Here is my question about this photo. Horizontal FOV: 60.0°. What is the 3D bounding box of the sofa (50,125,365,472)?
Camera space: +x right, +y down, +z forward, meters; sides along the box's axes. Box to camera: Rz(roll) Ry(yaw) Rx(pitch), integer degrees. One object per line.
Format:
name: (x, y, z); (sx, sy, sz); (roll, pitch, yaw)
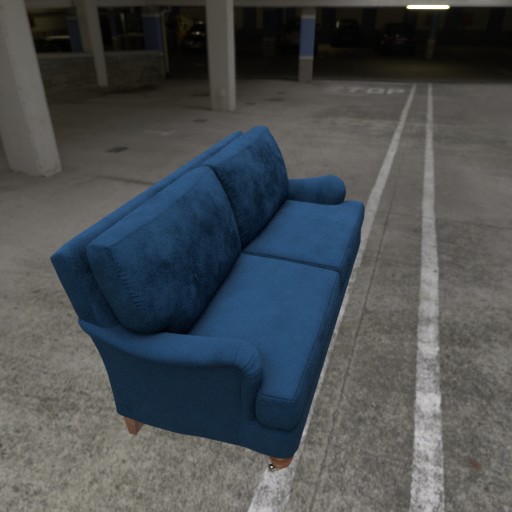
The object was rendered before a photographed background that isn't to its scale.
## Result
sofa: (0.000, 0.000, 2.701); (1.084, 1.101, 2.141); (10, 31, 17)
